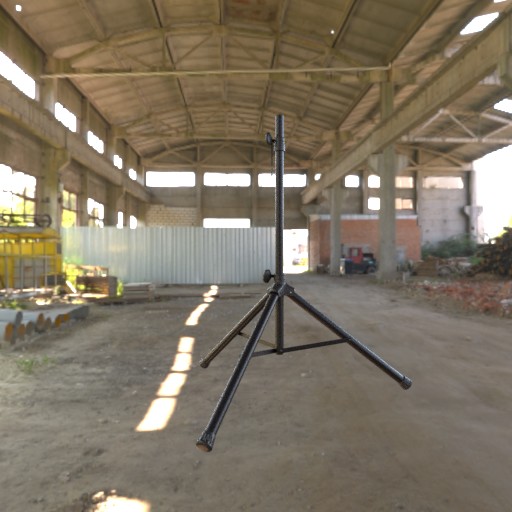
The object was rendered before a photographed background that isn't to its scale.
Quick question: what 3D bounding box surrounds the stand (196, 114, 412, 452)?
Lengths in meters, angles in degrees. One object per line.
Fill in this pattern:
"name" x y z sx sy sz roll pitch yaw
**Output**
"stand" 0.000 0.000 1.914 1.045 1.136 0.907 0 0 -37
